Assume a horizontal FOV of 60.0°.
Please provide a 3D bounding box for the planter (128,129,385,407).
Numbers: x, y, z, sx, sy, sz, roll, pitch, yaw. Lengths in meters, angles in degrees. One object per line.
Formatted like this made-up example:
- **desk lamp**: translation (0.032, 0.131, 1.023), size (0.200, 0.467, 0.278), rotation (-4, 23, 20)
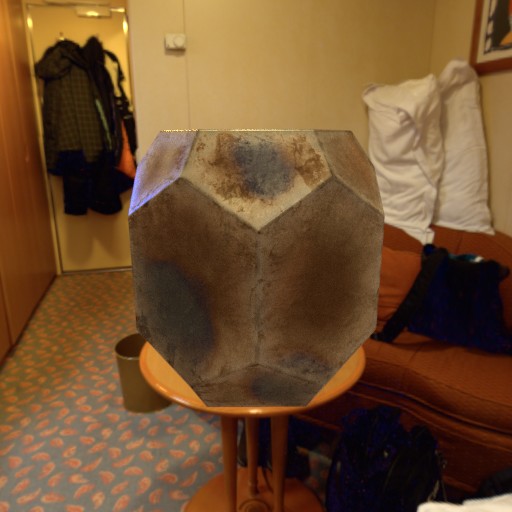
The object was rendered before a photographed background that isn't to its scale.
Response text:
- **planter**: translation (0.000, 0.000, 0.436), size (0.243, 0.238, 0.221), rotation (8, 17, 28)
